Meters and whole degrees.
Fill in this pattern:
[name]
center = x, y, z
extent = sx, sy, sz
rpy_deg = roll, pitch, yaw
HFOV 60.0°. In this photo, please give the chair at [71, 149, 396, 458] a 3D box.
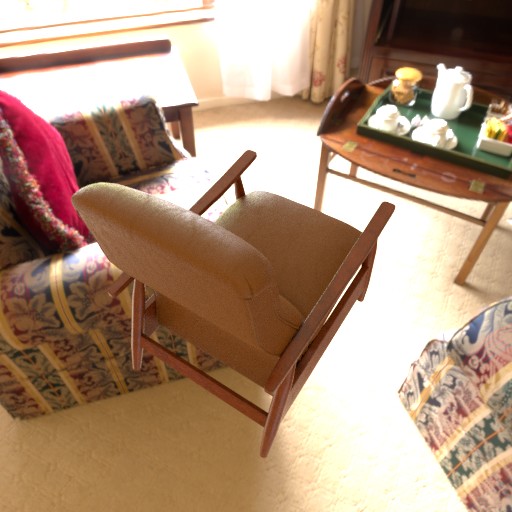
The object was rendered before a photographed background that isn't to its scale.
[chair]
center = 0.000, 0.000, 1.794
extent = 0.762, 1.082, 1.014
rpy_deg = 26, 52, 22
